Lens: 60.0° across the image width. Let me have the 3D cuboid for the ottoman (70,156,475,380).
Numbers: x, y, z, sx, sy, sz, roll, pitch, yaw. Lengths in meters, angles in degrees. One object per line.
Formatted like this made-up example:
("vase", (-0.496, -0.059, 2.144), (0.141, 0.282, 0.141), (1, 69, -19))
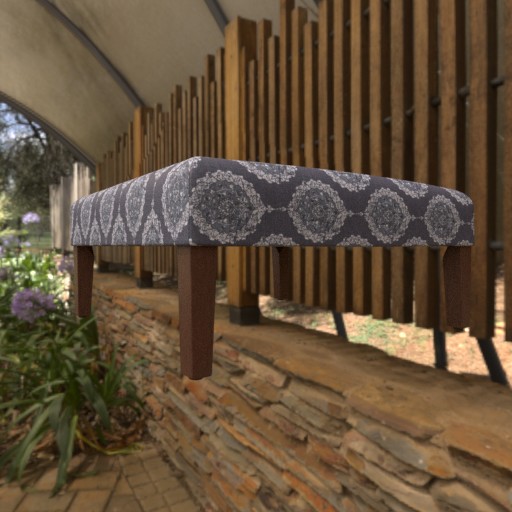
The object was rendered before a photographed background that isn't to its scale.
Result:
("ottoman", (0.000, 0.000, 1.354), (0.890, 0.409, 0.889), (-1, 2, -35))
